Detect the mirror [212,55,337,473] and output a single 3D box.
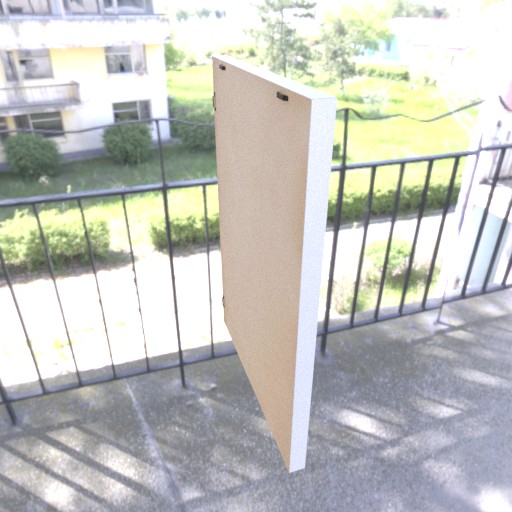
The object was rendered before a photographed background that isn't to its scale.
[{"bbox_3d":[0.000,0.000,0.914,0.039,0.710,0.507,-9,31,-16],"label":"mirror"}]
